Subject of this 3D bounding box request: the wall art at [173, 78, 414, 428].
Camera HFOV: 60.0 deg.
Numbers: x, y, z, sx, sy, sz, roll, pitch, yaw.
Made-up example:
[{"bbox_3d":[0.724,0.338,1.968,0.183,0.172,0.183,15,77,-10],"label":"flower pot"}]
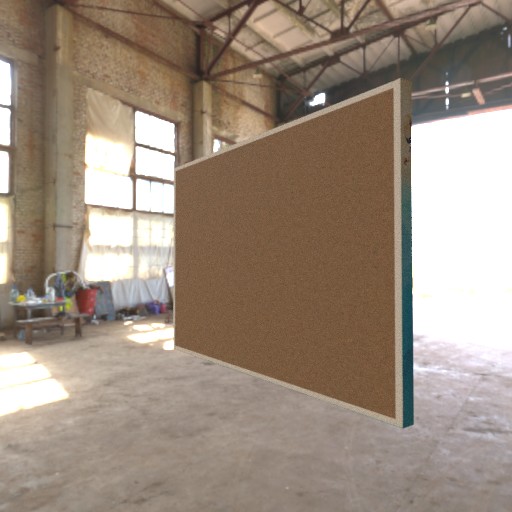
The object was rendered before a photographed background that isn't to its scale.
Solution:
[{"bbox_3d":[0.000,0.000,1.439,0.040,0.769,1.136,1,-1,-36],"label":"wall art"}]
